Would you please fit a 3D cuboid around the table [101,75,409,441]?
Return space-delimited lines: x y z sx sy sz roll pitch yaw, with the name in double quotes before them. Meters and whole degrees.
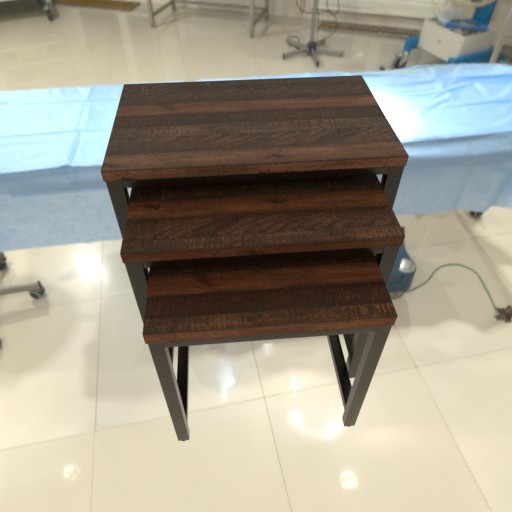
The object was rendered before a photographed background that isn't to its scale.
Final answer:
"table" 0.000 0.000 1.122 0.608 0.616 0.660 -4 46 -3
